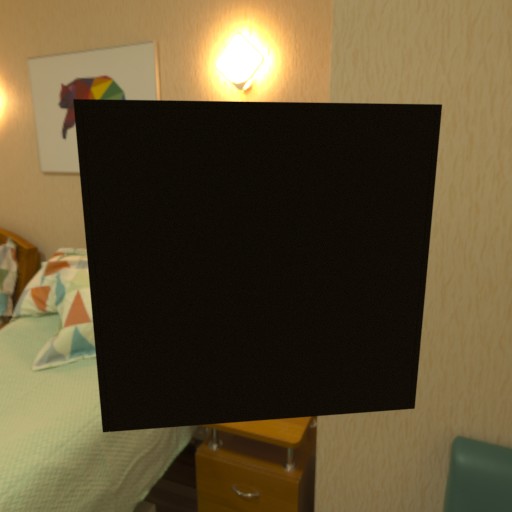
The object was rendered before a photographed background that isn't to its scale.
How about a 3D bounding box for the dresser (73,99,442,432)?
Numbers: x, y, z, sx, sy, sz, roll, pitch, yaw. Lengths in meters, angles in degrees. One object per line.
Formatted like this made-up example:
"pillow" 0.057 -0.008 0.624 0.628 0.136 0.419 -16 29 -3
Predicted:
"dresser" 0.000 0.000 1.147 0.750 0.720 0.360 -2 13 -7
